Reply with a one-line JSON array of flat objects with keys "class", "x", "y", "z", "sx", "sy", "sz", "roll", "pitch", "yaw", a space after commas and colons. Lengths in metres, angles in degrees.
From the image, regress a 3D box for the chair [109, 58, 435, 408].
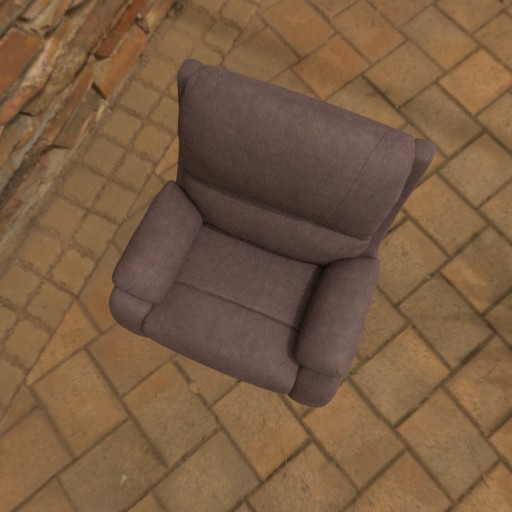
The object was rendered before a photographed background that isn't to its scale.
[{"class": "chair", "x": 0.000, "y": 0.000, "z": 1.696, "sx": 0.930, "sy": 1.011, "sz": 0.899, "roll": 21, "pitch": 76, "yaw": 6}]
